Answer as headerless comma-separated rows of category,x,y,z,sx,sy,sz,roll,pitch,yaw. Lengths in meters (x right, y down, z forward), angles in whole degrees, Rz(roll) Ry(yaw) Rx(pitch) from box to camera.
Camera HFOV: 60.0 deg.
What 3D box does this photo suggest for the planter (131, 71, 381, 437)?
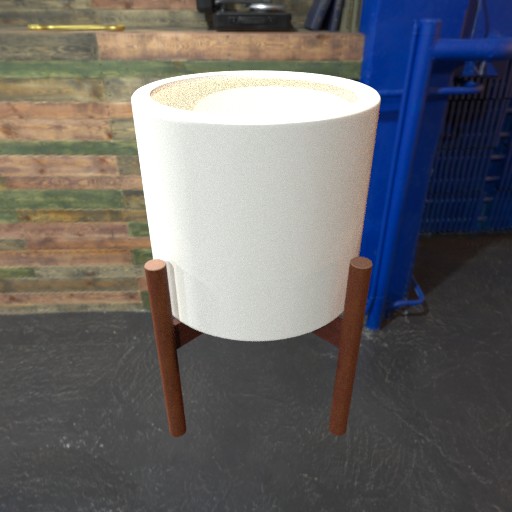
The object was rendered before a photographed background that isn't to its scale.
planter,0.000,0.000,0.499,0.224,0.358,0.224,0,31,-1
